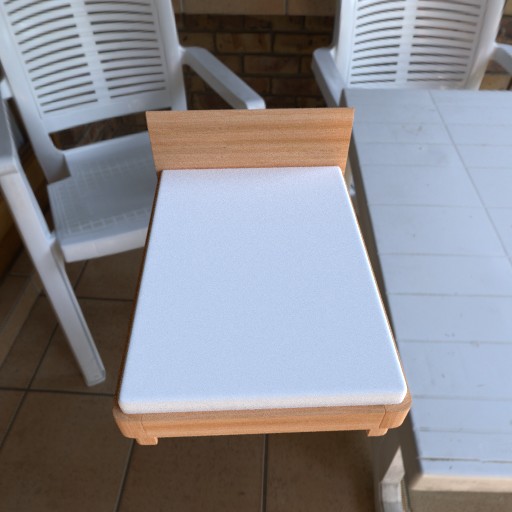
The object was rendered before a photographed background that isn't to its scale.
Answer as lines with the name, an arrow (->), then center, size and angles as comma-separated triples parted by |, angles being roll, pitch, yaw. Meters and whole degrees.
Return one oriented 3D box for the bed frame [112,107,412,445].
bed frame -> 0.000, 0.000, 2.756 | 1.472, 0.940, 1.992 | -2, 45, -2
